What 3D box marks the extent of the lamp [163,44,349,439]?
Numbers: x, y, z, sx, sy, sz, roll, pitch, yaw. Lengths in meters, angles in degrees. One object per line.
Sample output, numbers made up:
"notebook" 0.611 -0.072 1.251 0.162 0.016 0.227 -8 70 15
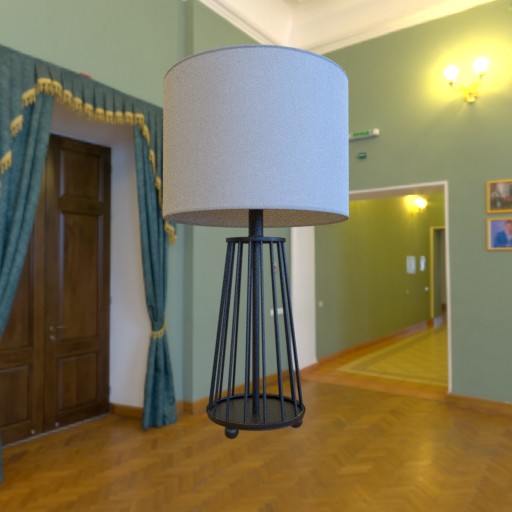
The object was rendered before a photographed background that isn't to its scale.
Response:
"lamp" 0.000 0.000 0.781 0.322 0.593 0.322 -1 -1 35
